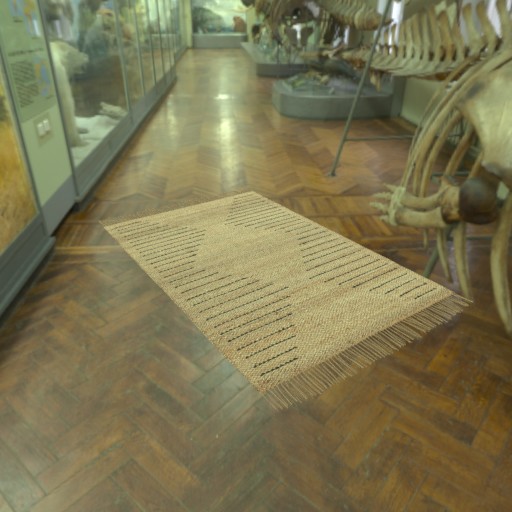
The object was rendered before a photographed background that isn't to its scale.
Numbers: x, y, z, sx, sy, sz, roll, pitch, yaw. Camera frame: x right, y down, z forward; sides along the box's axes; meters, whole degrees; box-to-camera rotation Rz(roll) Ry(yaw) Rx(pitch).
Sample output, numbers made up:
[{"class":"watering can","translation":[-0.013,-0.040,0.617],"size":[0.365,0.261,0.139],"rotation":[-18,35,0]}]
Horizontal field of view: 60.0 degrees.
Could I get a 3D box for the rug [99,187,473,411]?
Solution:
[{"class":"rug","translation":[0.000,0.000,2.624],"size":[1.224,0.027,2.085],"rotation":[-18,33,-30]}]
